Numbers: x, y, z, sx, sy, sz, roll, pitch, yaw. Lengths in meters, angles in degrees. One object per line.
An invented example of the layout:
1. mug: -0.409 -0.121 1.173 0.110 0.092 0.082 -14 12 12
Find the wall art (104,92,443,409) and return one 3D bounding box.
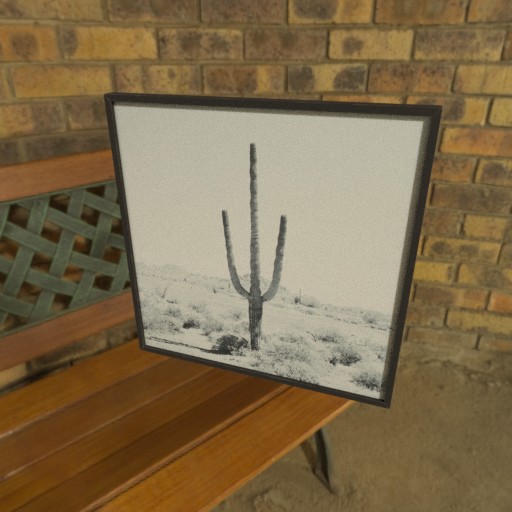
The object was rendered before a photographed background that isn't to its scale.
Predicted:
1. wall art: 0.000 0.000 1.134 0.762 0.762 0.038 9 27 17
